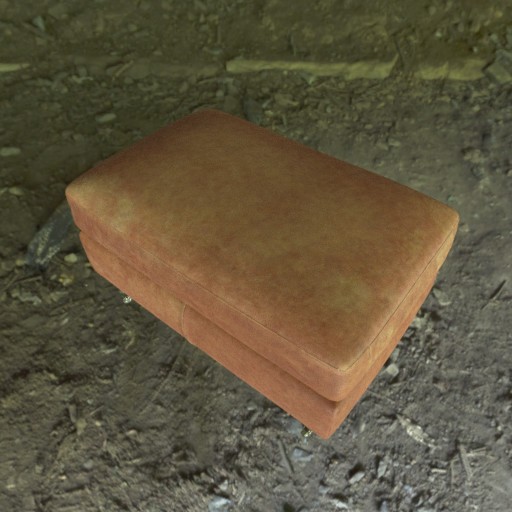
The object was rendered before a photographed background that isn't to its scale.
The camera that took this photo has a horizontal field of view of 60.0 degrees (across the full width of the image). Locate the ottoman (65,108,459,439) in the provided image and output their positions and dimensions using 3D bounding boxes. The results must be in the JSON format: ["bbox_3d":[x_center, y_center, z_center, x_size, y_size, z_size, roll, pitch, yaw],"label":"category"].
[{"bbox_3d":[0.000,0.000,1.203,0.852,0.507,0.565,30,53,25],"label":"ottoman"}]
